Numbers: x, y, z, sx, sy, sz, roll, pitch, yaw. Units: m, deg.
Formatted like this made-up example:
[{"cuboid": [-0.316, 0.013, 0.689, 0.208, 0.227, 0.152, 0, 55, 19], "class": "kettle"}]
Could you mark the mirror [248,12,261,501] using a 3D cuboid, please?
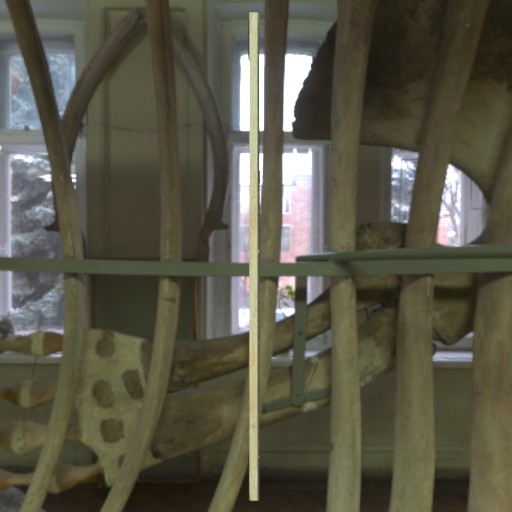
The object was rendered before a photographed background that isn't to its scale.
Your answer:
[{"cuboid": [0.000, 0.000, 1.255, 0.025, 0.996, 0.705, 0, 1, 1], "class": "mirror"}]
